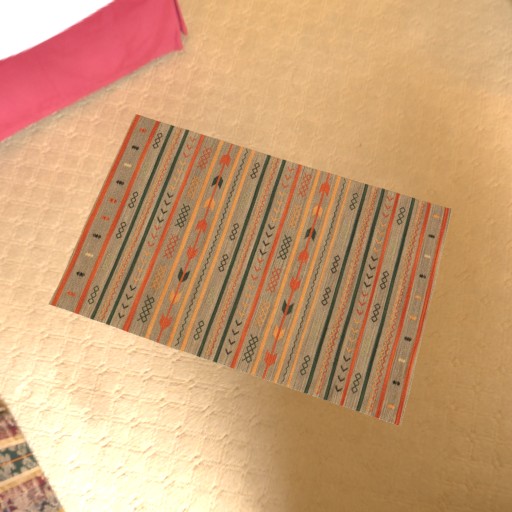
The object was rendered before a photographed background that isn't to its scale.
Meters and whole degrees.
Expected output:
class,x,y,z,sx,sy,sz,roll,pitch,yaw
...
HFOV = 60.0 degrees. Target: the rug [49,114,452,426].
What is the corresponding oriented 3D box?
class,x,y,z,sx,sy,sz,roll,pitch,yaw
rug,0.000,0.000,3.074,2.439,0.029,1.537,18,76,5
